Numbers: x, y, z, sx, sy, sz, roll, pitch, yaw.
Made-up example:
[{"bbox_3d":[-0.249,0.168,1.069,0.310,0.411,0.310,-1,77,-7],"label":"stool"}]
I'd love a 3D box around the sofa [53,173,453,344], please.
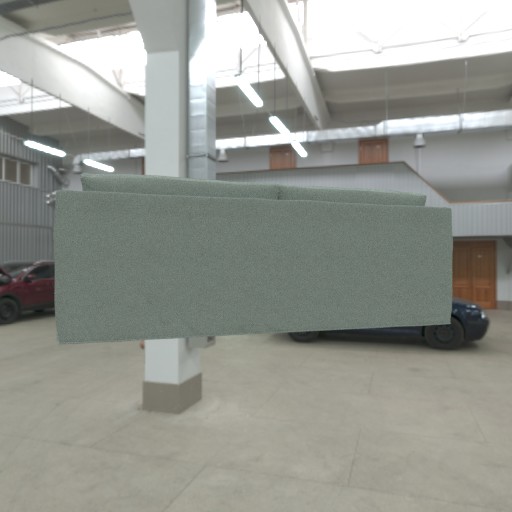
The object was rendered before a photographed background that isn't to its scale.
[{"bbox_3d":[0.000,0.000,2.855,2.312,0.853,0.962,0,-1,-18],"label":"sofa"}]
